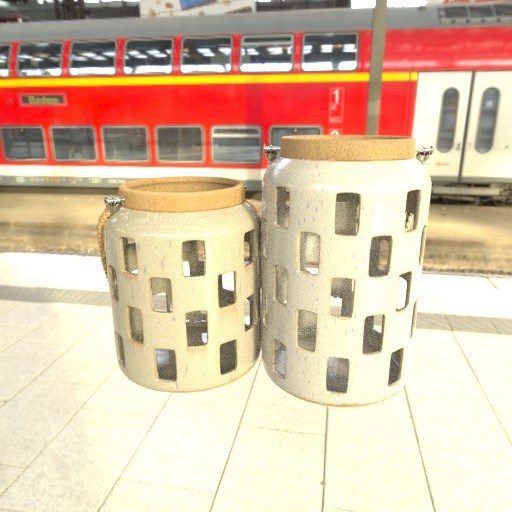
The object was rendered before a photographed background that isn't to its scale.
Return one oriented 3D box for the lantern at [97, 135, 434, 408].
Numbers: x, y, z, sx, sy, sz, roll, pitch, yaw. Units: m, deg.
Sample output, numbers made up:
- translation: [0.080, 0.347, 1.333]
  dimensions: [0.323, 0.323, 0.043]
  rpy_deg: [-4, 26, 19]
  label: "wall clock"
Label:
- translation: [0.000, 0.000, 0.489]
  dimensions: [0.347, 0.255, 0.184]
  rpy_deg: [2, 17, 8]
  label: "lantern"
